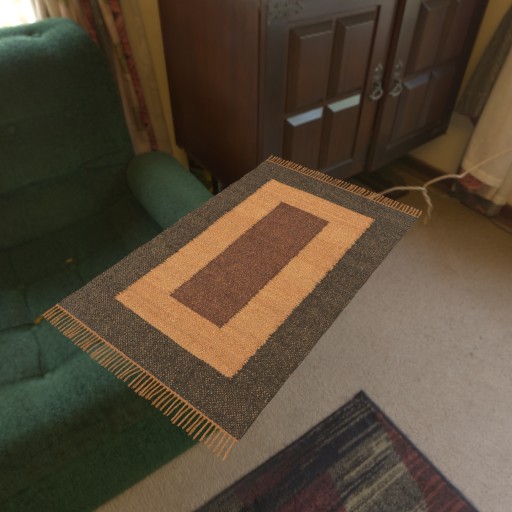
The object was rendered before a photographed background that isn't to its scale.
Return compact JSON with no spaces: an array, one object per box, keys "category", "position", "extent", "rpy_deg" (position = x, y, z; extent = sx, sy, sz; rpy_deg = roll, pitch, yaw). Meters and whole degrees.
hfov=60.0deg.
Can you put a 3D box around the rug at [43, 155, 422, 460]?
[{"category":"rug","position":[0.000,0.000,1.940],"extent":[0.920,0.013,1.541],"rpy_deg":[27,48,27]}]
